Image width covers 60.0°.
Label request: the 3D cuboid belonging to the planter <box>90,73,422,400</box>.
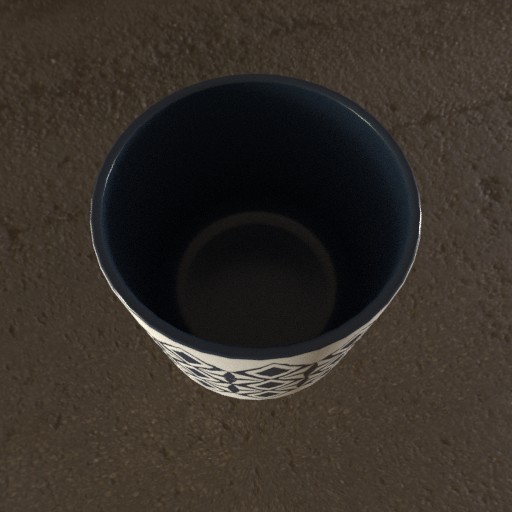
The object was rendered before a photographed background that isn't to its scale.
[{"bbox_3d":[0.000,0.000,0.278,0.159,0.144,0.159,0,66,0],"label":"planter"}]
